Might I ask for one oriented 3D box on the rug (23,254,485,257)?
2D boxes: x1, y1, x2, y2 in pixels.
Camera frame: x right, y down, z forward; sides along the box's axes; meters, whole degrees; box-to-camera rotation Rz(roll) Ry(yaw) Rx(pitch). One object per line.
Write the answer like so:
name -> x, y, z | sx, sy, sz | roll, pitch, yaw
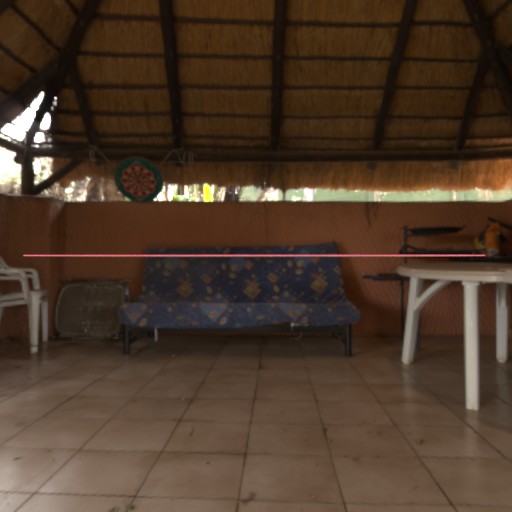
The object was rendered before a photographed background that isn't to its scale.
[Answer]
rug -> 0.000, 0.000, 3.954 | 2.929, 0.012, 2.300 | 0, 0, 2
